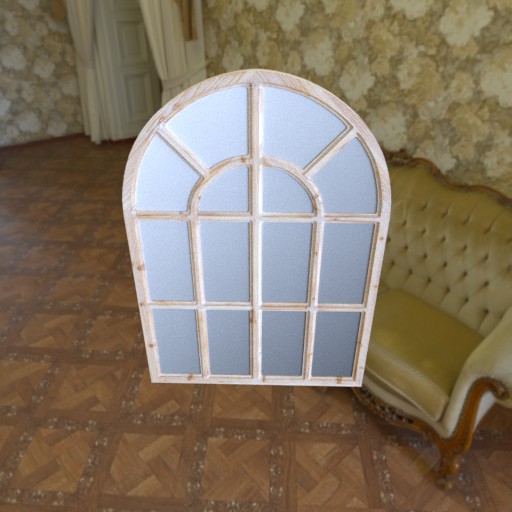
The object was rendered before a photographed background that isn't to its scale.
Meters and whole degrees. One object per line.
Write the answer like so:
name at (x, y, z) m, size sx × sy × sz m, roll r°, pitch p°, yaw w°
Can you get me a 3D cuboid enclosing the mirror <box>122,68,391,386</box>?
mirror at (0.000, 0.000, 1.176) m, size 0.660 × 0.920 × 0.032 m, roll 1°, pitch 30°, yaw 1°
